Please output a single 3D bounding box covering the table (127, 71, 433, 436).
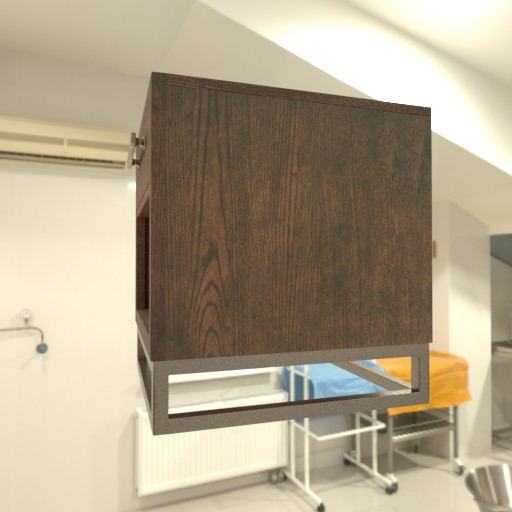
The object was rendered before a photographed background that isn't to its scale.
[{"bbox_3d":[0.000,0.000,1.022,0.566,0.582,0.506,0,-1,-18],"label":"table"}]
